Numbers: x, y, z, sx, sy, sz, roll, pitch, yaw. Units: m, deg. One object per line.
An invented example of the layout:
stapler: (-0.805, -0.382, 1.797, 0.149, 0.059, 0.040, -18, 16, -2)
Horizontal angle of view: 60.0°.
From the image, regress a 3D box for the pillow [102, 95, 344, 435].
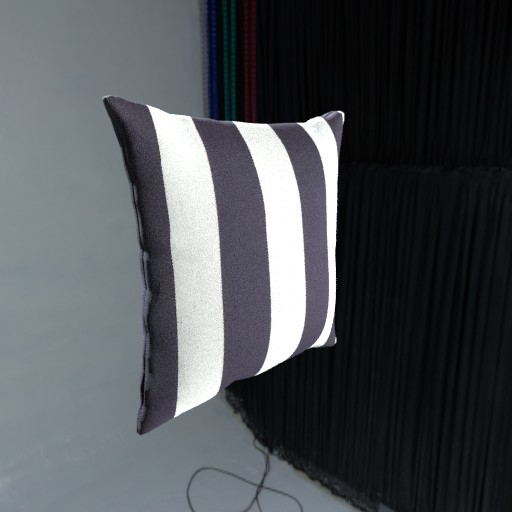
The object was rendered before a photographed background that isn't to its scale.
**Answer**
pillow: (0.000, 0.000, 0.812, 0.536, 0.526, 0.189, -14, 20, -43)
